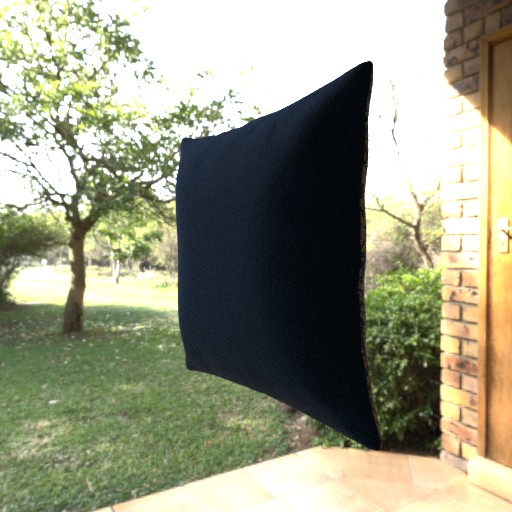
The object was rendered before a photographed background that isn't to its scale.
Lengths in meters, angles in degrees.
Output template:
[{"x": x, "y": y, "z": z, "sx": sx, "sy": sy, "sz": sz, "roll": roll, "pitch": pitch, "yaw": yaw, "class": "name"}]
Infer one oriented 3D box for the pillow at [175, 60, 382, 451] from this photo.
[{"x": 0.000, "y": 0.000, "z": 0.774, "sx": 0.166, "sy": 0.510, "sz": 0.523, "roll": -1, "pitch": 1, "yaw": -37, "class": "pillow"}]
